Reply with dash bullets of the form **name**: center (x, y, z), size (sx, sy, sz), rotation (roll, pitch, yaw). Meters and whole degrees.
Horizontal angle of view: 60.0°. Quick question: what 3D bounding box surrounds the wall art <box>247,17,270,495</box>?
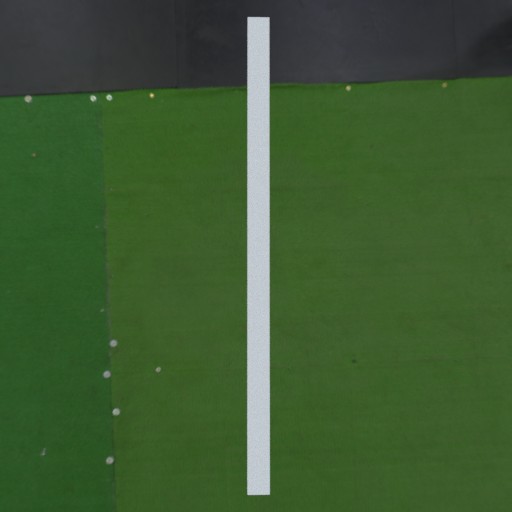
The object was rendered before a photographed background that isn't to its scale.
- **wall art**: center (0.000, 0.000, 0.968), size (0.038, 0.431, 0.812), rotation (0, 89, -1)
